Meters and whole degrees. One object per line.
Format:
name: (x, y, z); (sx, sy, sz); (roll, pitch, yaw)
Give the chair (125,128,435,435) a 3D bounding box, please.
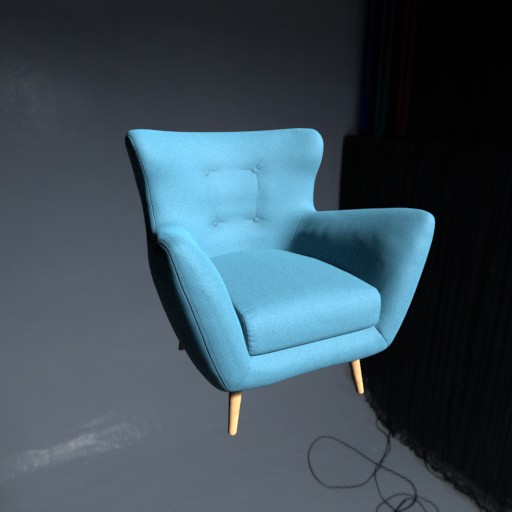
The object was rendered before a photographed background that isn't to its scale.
chair: (0.000, 0.000, 1.622); (0.890, 0.889, 0.889); (-8, 18, -25)
